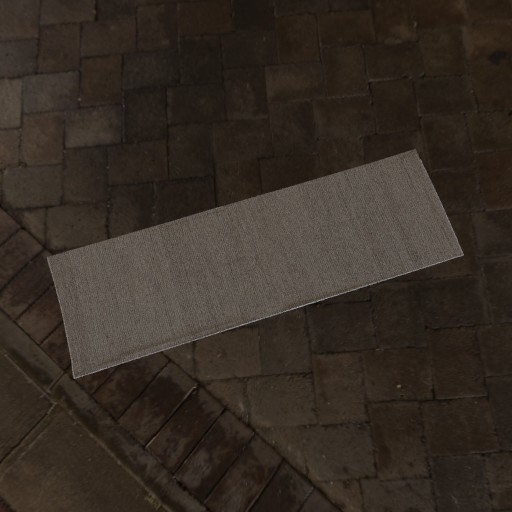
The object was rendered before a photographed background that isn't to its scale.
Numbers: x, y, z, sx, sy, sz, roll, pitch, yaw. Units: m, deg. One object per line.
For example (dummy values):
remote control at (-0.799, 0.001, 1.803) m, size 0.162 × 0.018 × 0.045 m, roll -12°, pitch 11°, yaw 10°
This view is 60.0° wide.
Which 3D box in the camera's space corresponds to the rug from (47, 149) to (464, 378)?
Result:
rug at (0.000, 0.000, 2.654) m, size 2.390 × 0.014 × 0.741 m, roll -17°, pitch 75°, yaw -5°
